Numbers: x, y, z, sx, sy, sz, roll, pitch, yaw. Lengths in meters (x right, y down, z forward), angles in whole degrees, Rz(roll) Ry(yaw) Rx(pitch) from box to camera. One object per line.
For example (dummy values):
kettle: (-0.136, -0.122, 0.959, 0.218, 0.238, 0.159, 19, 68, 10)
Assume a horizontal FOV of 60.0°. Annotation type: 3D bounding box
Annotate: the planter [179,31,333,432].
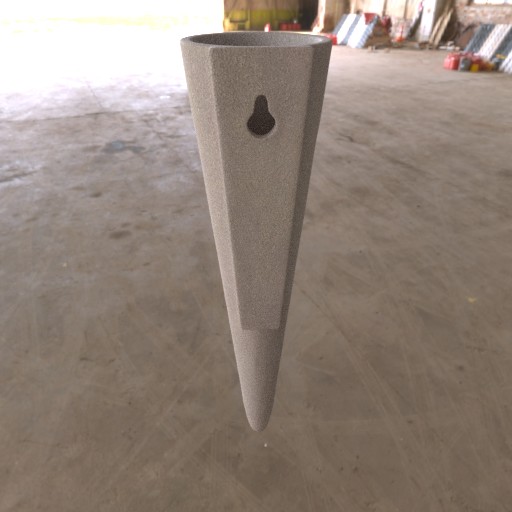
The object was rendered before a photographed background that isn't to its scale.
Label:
planter: (0.000, 0.000, 0.292, 0.078, 0.259, 0.087, -2, 31, -3)
